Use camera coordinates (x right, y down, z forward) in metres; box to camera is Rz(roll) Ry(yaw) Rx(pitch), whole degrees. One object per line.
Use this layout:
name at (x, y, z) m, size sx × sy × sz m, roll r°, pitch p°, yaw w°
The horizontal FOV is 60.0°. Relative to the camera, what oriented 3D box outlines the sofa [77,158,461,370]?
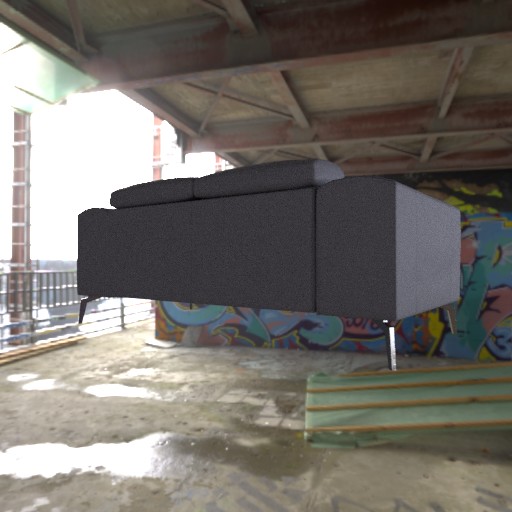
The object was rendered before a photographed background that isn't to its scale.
sofa at (0.000, 0.000, 2.407) m, size 1.895 × 0.779 × 1.003 m, roll 0°, pitch -1°, yaw 36°
